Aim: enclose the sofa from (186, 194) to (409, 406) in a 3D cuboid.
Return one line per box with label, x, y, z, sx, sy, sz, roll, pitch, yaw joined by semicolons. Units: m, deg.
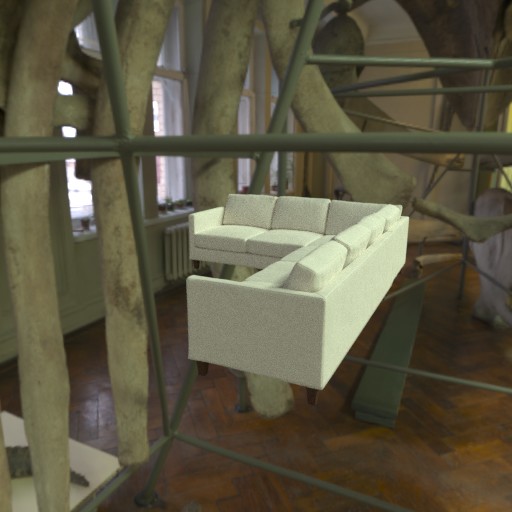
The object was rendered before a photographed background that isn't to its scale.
sofa;0.000;0.000;4.359;2.432;0.863;3.182;7;16;26
